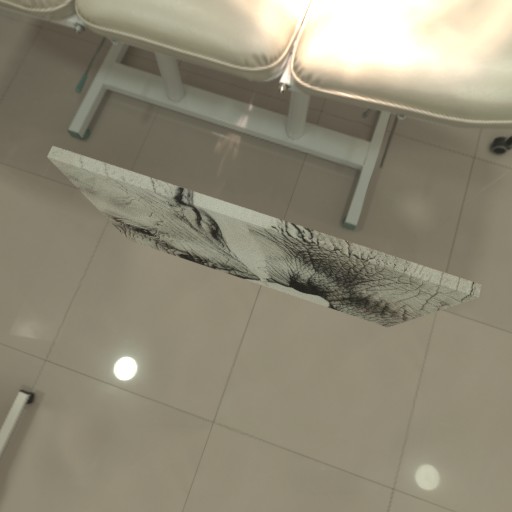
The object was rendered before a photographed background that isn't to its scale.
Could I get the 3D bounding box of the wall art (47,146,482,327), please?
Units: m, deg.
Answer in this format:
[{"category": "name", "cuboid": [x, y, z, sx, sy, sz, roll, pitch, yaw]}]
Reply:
[{"category": "wall art", "cuboid": [0.000, 0.000, 1.479, 1.141, 0.758, 0.035, 18, 76, 5]}]
